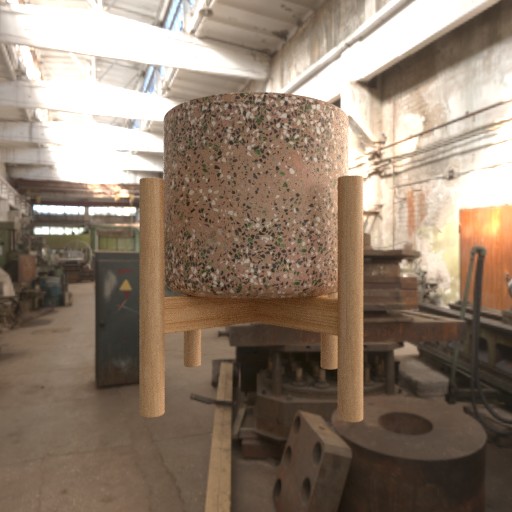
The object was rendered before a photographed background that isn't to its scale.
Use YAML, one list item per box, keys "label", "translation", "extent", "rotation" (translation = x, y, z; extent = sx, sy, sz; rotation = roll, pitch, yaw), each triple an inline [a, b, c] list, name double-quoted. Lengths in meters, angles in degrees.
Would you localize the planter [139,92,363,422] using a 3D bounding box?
- label: "planter"
  translation: [0.000, 0.000, 0.543]
  extent: [0.284, 0.320, 0.284]
  rotation: [0, 0, -19]
